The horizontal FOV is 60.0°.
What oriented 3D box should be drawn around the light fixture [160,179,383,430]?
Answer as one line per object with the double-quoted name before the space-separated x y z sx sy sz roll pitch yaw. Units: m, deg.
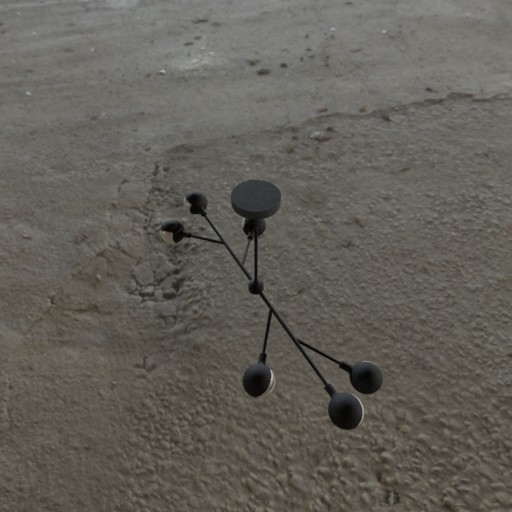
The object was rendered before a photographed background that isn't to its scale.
"light fixture" 0.000 0.000 1.025 0.434 0.362 0.778 -10 48 -9
